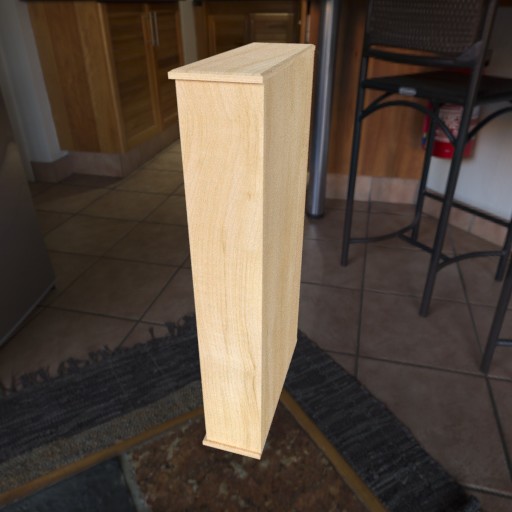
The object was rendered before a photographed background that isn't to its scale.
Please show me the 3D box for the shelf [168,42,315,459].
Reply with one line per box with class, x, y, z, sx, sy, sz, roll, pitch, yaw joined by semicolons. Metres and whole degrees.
shelf;0.000;0.000;1.237;0.175;1.030;0.520;8;32;14
